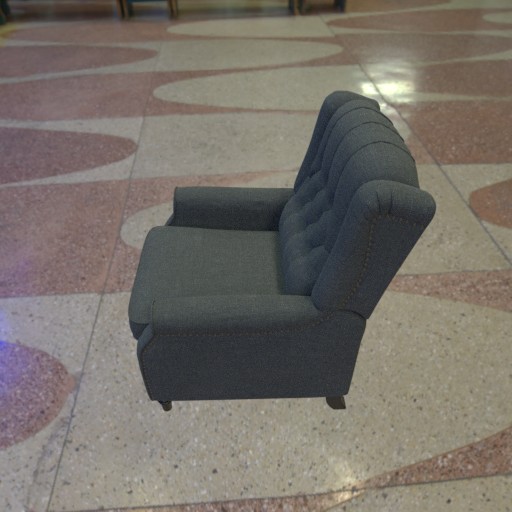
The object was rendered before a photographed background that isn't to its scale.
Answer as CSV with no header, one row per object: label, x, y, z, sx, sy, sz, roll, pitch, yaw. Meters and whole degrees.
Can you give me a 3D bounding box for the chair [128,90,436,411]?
chair,0.000,0.000,1.626,0.898,1.035,0.742,-1,42,-1
